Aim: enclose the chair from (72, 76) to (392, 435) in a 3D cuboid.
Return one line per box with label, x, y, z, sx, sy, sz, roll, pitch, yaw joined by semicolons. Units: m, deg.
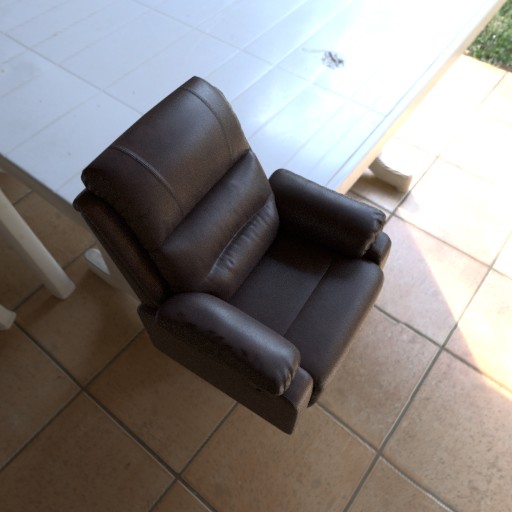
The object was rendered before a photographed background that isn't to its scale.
chair;0.000;0.000;1.681;0.919;0.992;0.855;28;61;17
